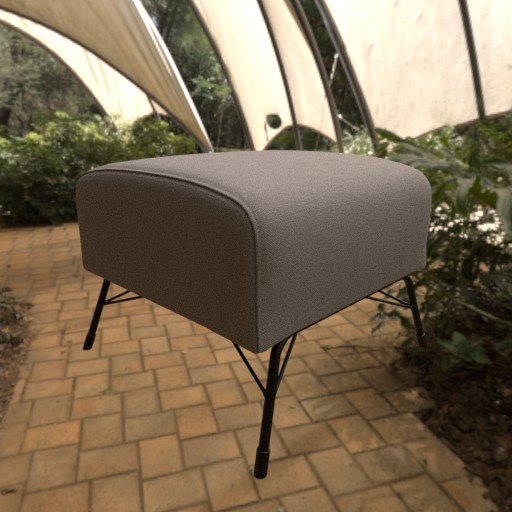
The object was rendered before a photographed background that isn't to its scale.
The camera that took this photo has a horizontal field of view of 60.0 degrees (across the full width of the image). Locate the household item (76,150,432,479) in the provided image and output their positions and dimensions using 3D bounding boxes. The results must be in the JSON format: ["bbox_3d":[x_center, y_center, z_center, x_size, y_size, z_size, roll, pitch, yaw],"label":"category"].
[{"bbox_3d":[0.000,0.000,0.897,0.530,0.410,0.530,15,23,42],"label":"household item"}]
